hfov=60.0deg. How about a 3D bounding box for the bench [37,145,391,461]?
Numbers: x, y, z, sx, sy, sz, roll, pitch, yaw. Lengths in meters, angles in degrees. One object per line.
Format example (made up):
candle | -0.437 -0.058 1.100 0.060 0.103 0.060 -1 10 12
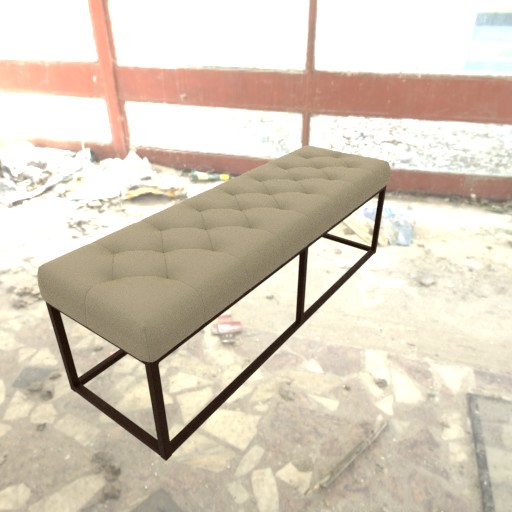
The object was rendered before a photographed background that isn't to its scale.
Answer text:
bench | 0.000 0.000 1.740 0.479 0.488 1.488 20 36 31
